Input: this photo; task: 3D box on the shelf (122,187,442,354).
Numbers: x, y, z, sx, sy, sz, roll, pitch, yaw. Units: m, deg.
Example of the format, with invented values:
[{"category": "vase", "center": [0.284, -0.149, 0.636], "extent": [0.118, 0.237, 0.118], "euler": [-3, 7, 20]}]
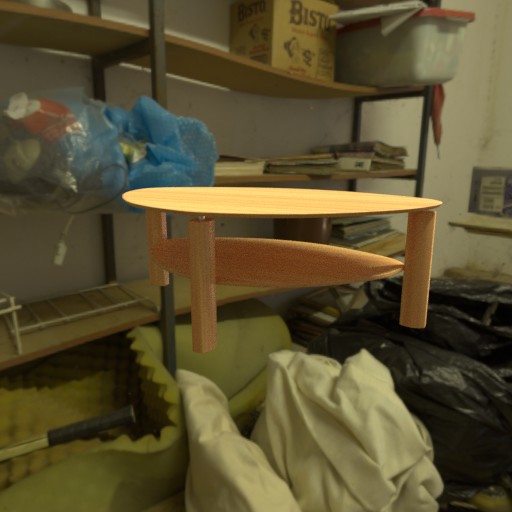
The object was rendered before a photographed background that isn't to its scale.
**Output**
[{"category": "shelf", "center": [0.000, 0.000, 1.668], "extent": [1.246, 0.440, 0.845], "euler": [6, 15, 25]}]
